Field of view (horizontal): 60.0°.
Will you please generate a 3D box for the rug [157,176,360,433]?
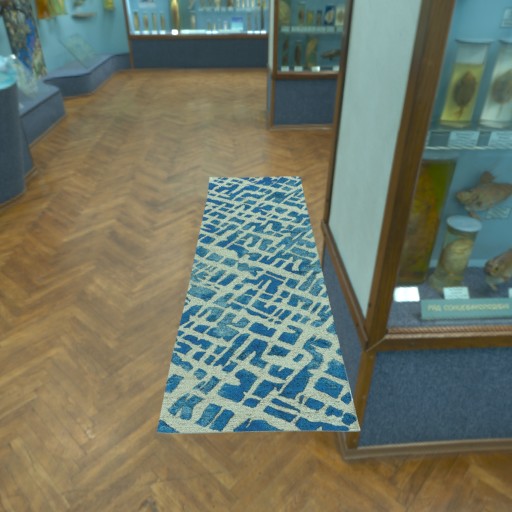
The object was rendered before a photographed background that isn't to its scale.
[{"bbox_3d":[0.000,0.000,2.697,0.768,0.011,2.446,0,33,0],"label":"rug"}]
